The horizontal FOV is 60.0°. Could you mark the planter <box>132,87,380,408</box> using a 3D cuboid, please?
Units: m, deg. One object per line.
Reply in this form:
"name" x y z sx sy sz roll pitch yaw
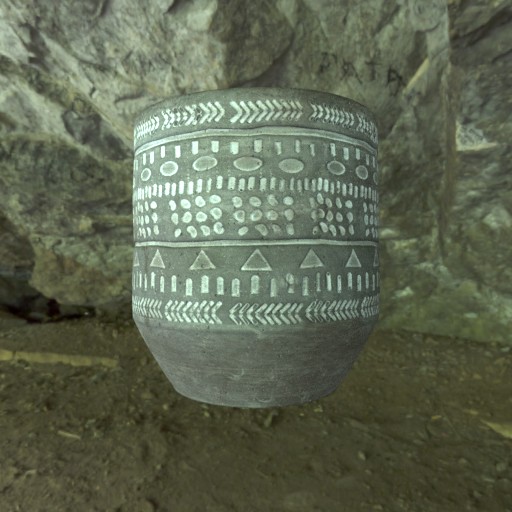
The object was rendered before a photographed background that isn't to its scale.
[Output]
"planter" 0.000 0.000 0.264 0.142 0.149 0.142 0 -1 0
